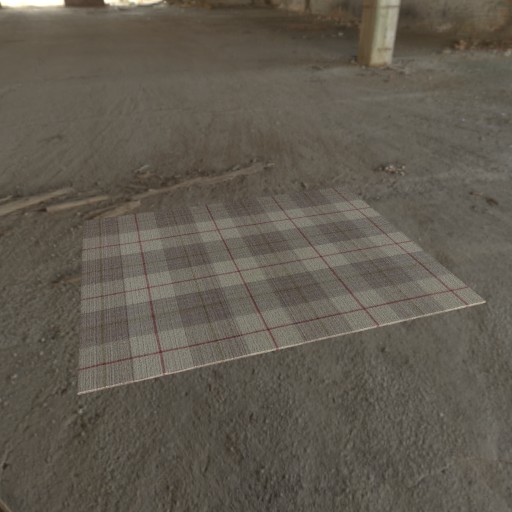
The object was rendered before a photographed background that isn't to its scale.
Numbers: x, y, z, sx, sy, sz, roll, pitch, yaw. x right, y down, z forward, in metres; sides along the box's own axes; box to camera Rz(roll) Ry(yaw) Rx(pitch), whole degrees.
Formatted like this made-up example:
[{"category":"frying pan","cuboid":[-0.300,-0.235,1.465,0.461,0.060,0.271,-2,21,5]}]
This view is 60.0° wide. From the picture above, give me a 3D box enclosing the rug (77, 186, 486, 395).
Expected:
[{"category":"rug","cuboid":[0.000,0.000,3.956,2.959,0.016,2.317,-9,33,-15]}]
